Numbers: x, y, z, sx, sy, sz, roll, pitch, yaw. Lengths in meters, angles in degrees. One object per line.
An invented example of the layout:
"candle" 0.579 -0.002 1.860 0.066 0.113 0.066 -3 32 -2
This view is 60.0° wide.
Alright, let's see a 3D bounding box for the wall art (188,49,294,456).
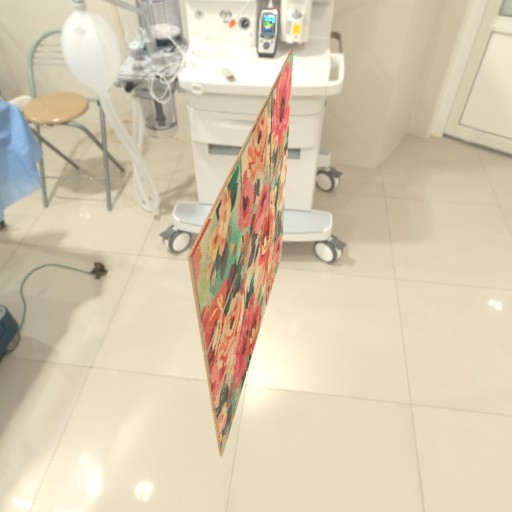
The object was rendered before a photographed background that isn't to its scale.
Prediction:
"wall art" 0.000 0.000 1.845 0.013 1.220 1.216 10 47 10
